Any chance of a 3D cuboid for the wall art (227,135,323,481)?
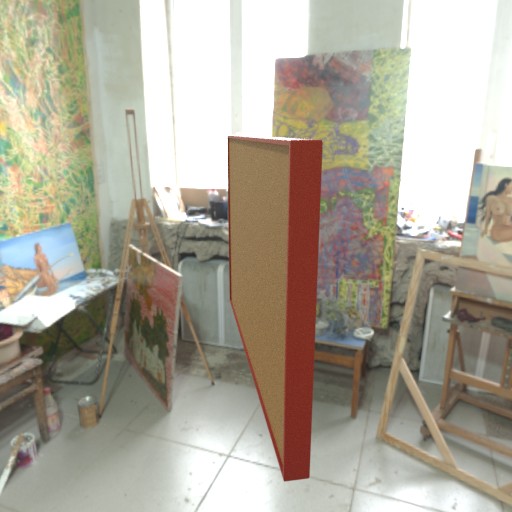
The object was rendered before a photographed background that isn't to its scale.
[{"bbox_3d":[0.000,0.000,0.778,0.033,0.405,0.607,-3,16,-9],"label":"wall art"}]
